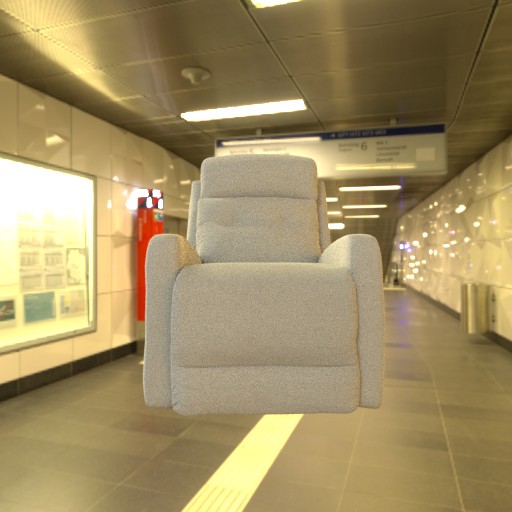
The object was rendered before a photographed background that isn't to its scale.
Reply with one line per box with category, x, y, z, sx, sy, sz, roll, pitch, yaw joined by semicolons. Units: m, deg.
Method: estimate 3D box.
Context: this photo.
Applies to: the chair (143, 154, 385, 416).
chair;0.000;0.000;1.819;0.798;1.013;1.043;0;0;-1
